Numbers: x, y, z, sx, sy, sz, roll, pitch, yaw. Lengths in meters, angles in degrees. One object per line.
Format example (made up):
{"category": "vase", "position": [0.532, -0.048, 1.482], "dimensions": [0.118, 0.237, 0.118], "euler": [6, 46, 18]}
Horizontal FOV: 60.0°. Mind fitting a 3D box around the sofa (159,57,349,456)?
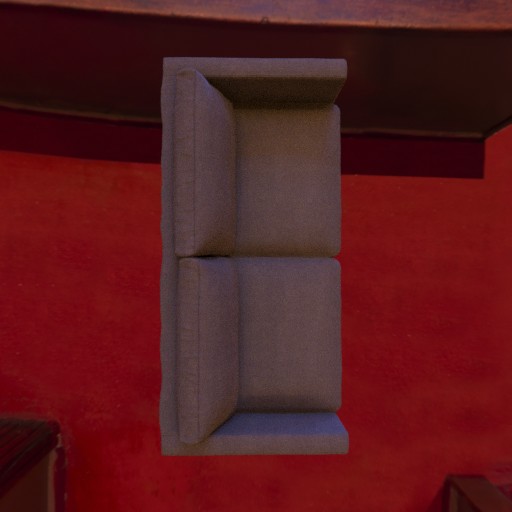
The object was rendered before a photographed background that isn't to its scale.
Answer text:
{"category": "sofa", "position": [0.000, 0.000, 2.456], "dimensions": [0.953, 0.855, 1.982], "euler": [0, 89, -1]}
